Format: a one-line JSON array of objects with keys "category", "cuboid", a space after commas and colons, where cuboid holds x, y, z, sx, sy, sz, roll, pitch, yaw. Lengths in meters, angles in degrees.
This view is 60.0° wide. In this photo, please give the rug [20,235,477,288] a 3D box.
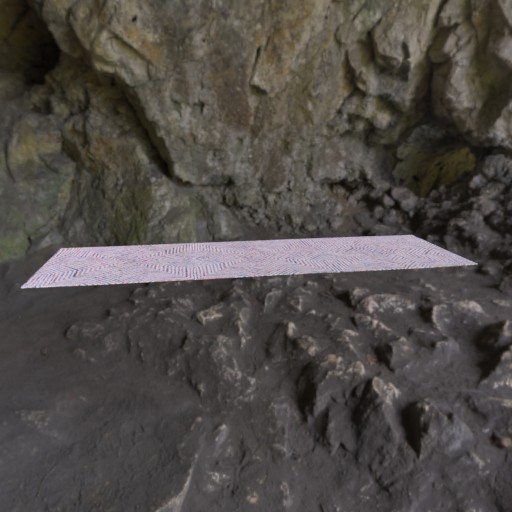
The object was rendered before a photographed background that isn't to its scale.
[{"category": "rug", "cuboid": [0.000, 0.000, 2.699, 2.443, 0.009, 0.771, -3, 16, -9]}]
